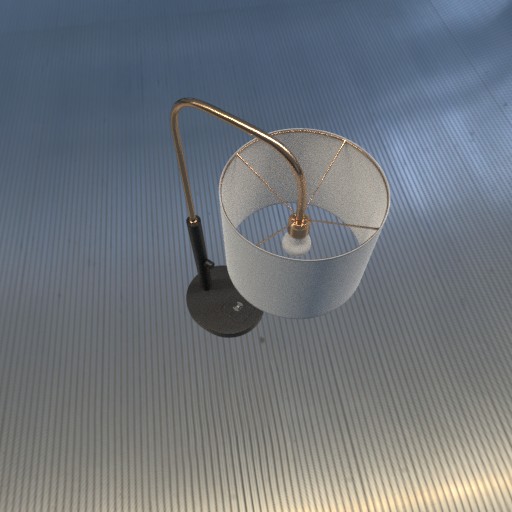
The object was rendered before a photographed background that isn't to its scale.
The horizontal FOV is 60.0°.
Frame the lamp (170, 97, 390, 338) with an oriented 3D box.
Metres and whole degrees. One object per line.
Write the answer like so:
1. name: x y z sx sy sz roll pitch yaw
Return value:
1. lamp: 0.000 0.000 0.723 0.337 0.540 0.199 31 63 18
